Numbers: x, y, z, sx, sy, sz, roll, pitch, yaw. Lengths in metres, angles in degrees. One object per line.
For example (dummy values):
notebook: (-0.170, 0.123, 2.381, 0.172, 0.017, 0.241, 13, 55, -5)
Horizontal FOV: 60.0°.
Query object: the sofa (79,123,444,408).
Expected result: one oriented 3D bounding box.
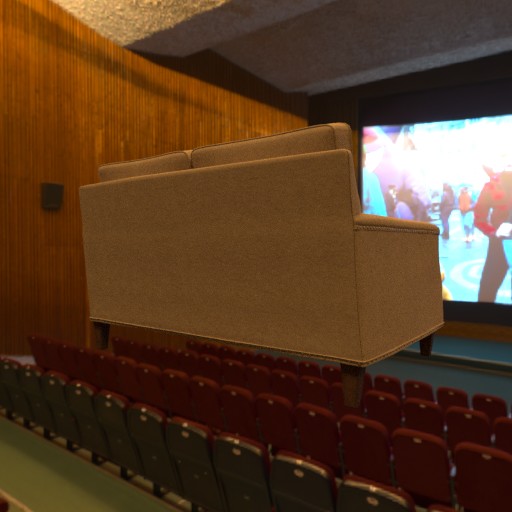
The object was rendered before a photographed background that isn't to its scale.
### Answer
sofa: (0.000, 0.000, 2.271, 1.597, 1.002, 1.084, 1, 2, 36)
